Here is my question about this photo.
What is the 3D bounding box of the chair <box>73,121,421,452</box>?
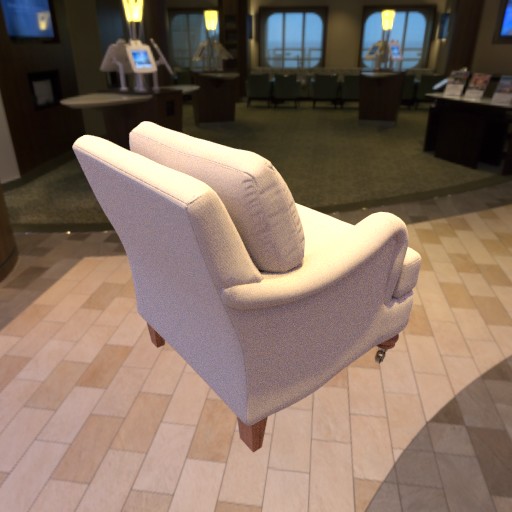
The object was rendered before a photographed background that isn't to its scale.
[{"bbox_3d":[0.000,0.000,1.826,1.070,1.038,0.955,-19,32,-33],"label":"chair"}]
